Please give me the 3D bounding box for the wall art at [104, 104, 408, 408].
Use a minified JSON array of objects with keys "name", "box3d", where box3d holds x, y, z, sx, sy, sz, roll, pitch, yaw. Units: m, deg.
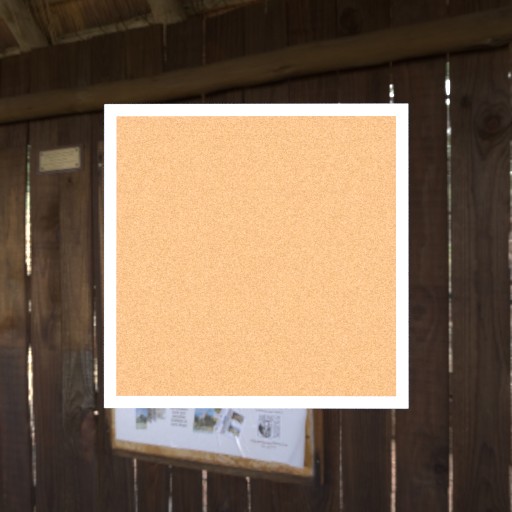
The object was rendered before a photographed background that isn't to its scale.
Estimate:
[{"name":"wall art","box3d":[0.000,0.000,0.818,0.558,0.559,0.009,0,0,0]}]
